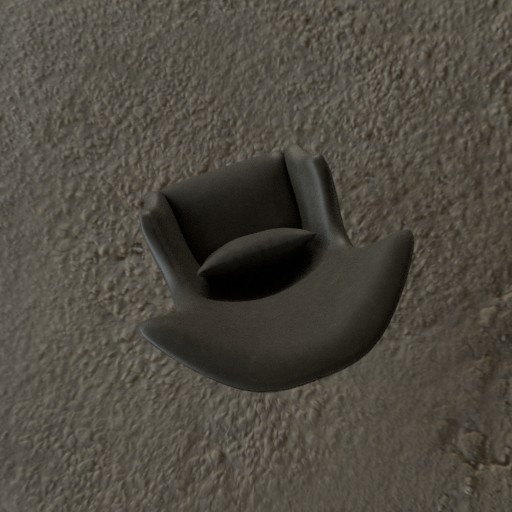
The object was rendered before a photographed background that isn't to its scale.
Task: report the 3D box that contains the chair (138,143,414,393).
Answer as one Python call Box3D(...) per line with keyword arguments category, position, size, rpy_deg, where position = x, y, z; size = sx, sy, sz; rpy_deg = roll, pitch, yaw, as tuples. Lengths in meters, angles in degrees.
Box3D(category="chair", position=(0.000, 0.000, 1.748), size=(0.819, 1.068, 0.954), rpy_deg=(-19, 78, -4))
